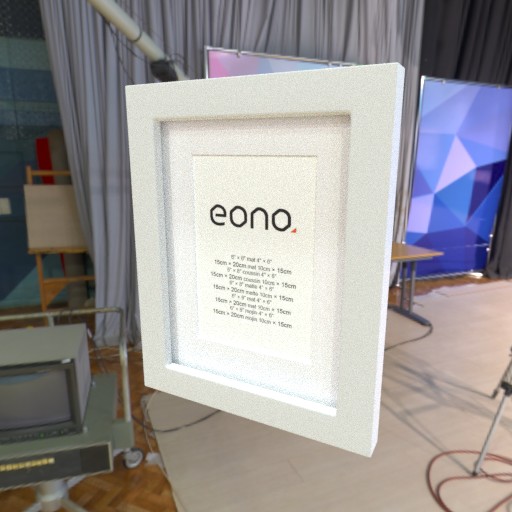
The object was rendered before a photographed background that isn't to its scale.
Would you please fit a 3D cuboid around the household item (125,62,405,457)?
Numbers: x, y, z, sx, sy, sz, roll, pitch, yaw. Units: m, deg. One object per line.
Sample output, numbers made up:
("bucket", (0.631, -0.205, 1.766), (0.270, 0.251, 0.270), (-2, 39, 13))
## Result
("household item", (0.000, 0.000, 0.336), (0.200, 0.250, 0.045), (7, 15, 27))
